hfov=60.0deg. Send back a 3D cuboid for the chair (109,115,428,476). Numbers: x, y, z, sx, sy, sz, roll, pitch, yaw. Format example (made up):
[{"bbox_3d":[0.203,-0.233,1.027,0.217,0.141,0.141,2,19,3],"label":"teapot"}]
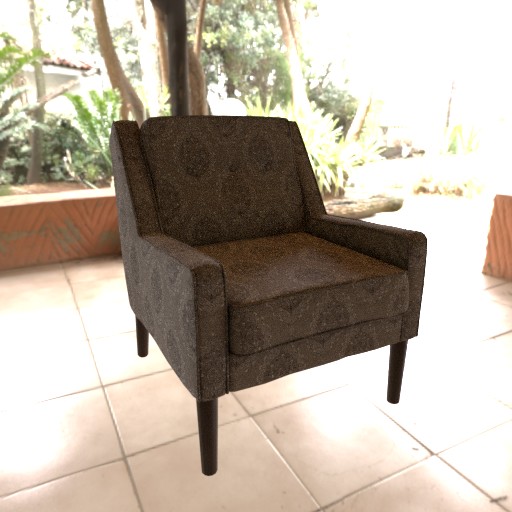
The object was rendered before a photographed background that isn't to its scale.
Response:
[{"bbox_3d":[0.000,0.000,1.306,0.665,0.797,0.750,-9,19,-27],"label":"chair"}]
